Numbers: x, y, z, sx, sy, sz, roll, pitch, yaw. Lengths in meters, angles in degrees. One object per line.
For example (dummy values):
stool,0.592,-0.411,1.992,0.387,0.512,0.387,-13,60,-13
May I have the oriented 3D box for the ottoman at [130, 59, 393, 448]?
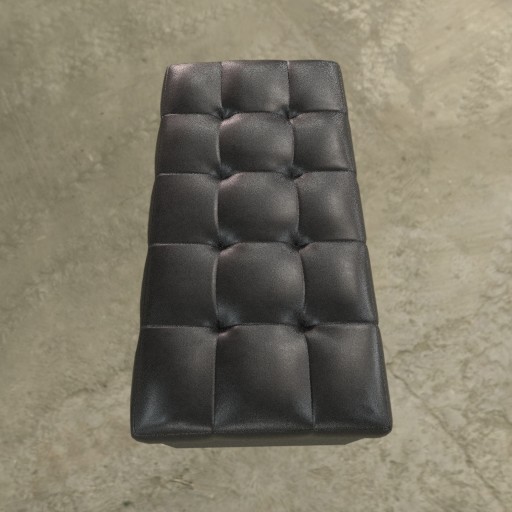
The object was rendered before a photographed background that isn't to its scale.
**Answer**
ottoman,0.000,0.000,1.056,0.432,0.470,0.838,-1,64,0
